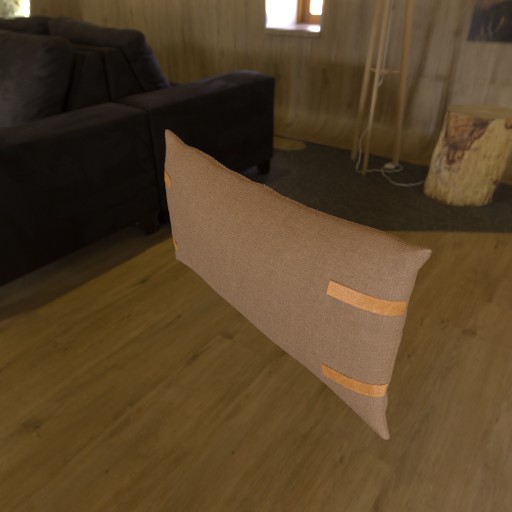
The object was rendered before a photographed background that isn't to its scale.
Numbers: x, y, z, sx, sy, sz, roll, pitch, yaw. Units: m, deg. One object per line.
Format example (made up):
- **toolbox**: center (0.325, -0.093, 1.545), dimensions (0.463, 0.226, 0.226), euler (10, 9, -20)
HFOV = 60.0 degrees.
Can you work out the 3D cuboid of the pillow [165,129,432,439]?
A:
- **pillow**: center (0.000, 0.000, 0.747), dimensions (0.148, 0.308, 0.612), euler (-21, 37, -31)
